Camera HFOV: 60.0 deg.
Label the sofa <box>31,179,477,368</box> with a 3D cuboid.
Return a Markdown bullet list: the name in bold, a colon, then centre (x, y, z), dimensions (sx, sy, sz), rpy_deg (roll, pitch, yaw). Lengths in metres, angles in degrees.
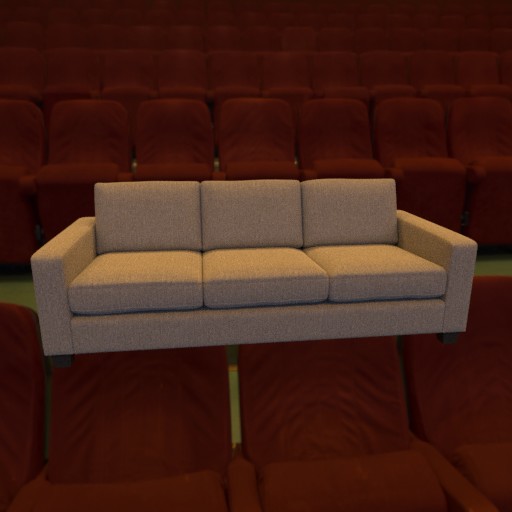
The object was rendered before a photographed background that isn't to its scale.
- **sofa**: centre (0.000, 0.000, 2.524), dimensions (2.120, 0.800, 0.900), rpy_deg (-2, 16, -7)
